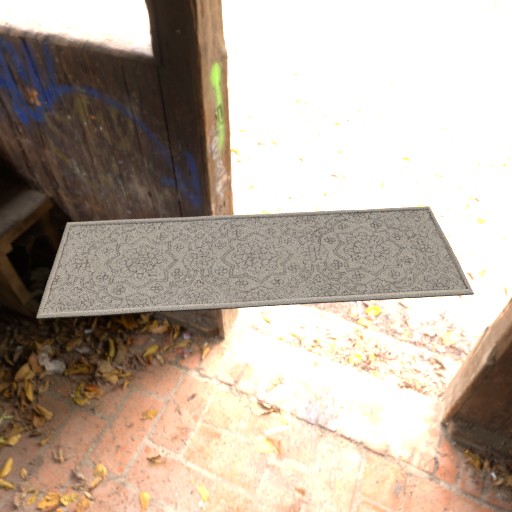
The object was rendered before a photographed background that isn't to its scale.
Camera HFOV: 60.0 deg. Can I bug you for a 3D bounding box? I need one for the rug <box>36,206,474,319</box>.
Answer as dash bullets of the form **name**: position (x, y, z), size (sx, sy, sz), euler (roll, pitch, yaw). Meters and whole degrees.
- **rug**: position (0.000, 0.000, 2.718), size (2.448, 0.012, 0.769), euler (-3, 47, -3)
